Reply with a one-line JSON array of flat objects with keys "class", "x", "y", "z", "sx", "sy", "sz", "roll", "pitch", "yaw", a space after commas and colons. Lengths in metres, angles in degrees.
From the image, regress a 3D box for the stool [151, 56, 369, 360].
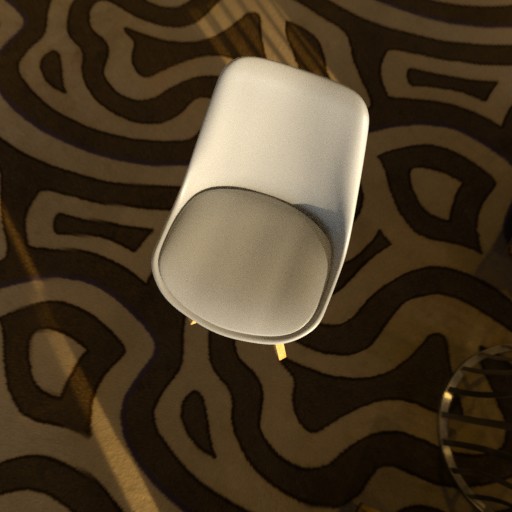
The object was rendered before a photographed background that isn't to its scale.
[{"class": "stool", "x": 0.000, "y": 0.000, "z": 1.386, "sx": 0.485, "sy": 1.115, "sz": 0.550, "roll": 21, "pitch": 75, "yaw": 6}]
